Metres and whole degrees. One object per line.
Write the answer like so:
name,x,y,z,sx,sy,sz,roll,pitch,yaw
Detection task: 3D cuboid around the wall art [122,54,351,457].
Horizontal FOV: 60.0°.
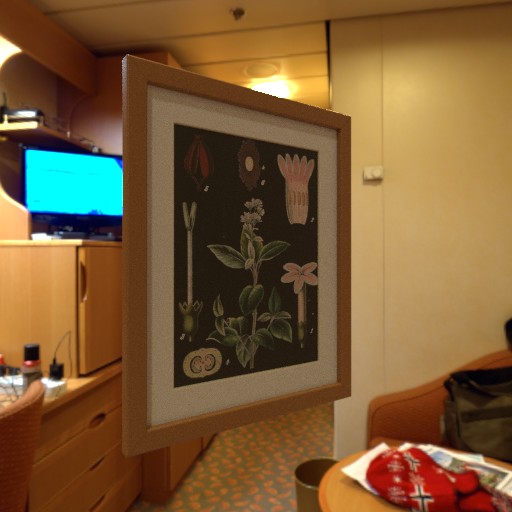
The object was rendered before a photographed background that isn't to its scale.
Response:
wall art,0.000,0.000,0.512,0.310,0.379,0.015,0,0,-36
